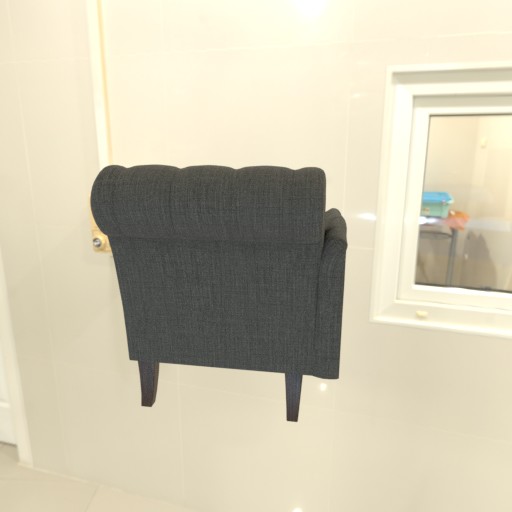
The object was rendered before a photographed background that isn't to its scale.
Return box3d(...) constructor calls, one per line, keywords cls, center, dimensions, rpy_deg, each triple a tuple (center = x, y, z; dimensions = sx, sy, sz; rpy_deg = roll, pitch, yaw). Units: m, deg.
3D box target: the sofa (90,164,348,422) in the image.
box3d(cls="sofa", center=(0.000, 0.000, 1.794), dimensions=(0.675, 0.787, 1.379), rpy_deg=(2, 15, 9))
